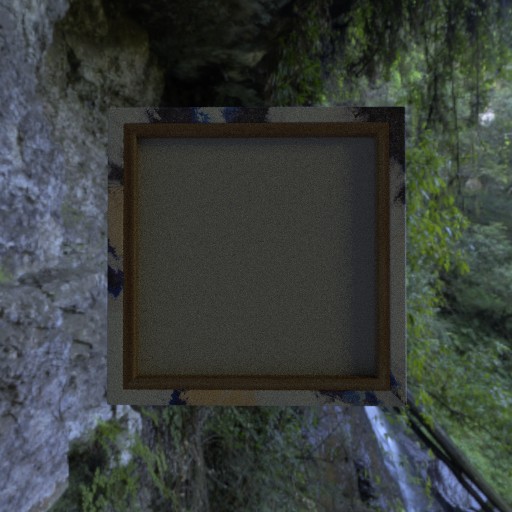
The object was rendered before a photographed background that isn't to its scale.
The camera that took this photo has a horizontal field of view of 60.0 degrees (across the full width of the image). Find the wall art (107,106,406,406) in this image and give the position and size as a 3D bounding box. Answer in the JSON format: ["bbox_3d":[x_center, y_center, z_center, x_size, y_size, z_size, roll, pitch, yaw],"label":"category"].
[{"bbox_3d":[0.000,0.000,0.920,0.609,0.609,0.039,0,-1,1],"label":"wall art"}]
